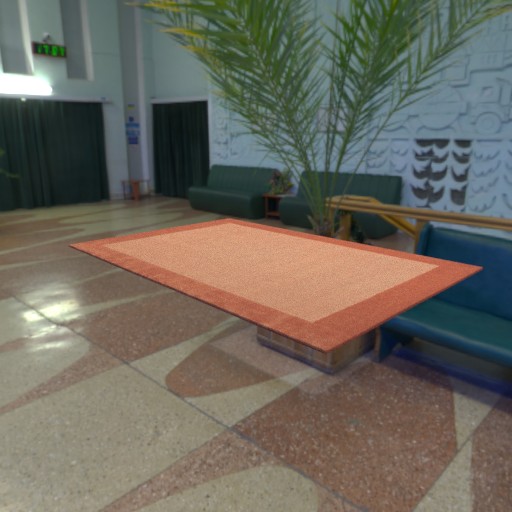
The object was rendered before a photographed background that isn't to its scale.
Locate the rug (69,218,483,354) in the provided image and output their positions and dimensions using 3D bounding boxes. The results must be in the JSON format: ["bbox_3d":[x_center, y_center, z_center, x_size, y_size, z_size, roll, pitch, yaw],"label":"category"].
[{"bbox_3d":[0.000,0.000,2.319,1.219,0.014,1.829,-14,21,-42],"label":"rug"}]
